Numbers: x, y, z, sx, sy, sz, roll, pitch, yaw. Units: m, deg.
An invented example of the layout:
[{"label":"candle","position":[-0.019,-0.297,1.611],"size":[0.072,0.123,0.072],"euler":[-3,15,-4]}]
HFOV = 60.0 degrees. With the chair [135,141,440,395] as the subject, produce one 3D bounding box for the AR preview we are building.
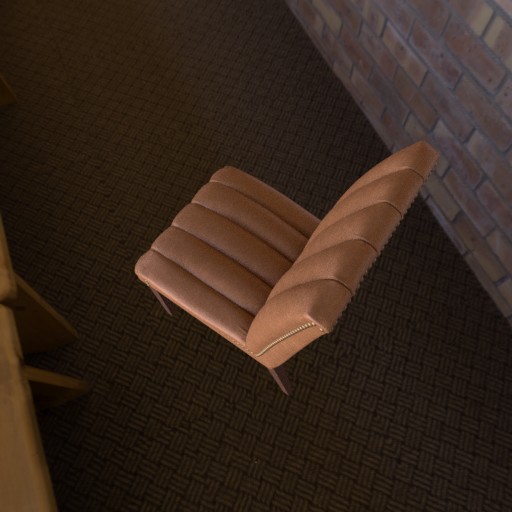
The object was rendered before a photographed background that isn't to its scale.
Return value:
[{"label":"chair","position":[0.000,0.000,1.385],"size":[0.647,1.016,0.511],"euler":[32,69,14]}]
